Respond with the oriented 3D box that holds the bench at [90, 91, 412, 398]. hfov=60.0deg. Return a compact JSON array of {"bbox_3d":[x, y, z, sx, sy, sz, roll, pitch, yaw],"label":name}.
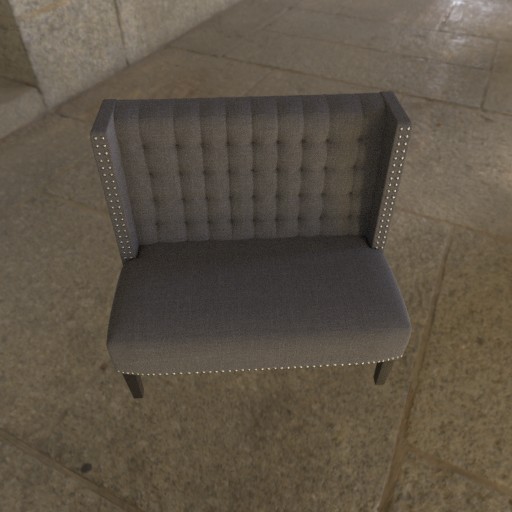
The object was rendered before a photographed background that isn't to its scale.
[{"bbox_3d":[0.000,0.000,2.001,1.276,1.121,0.842,-2,45,-2],"label":"bench"}]
